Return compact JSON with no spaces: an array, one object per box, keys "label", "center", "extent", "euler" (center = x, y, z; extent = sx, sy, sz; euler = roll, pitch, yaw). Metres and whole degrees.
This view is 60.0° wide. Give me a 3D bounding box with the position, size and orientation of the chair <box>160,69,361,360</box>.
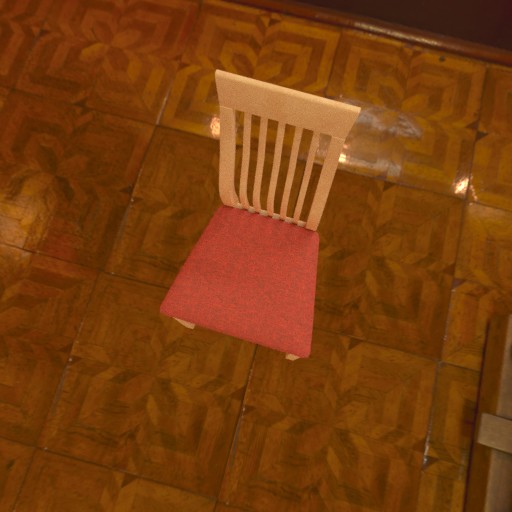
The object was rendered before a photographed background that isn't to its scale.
[{"label":"chair","center":[0.000,0.000,1.292],"extent":[0.460,1.027,0.474],"euler":[17,76,4]}]
